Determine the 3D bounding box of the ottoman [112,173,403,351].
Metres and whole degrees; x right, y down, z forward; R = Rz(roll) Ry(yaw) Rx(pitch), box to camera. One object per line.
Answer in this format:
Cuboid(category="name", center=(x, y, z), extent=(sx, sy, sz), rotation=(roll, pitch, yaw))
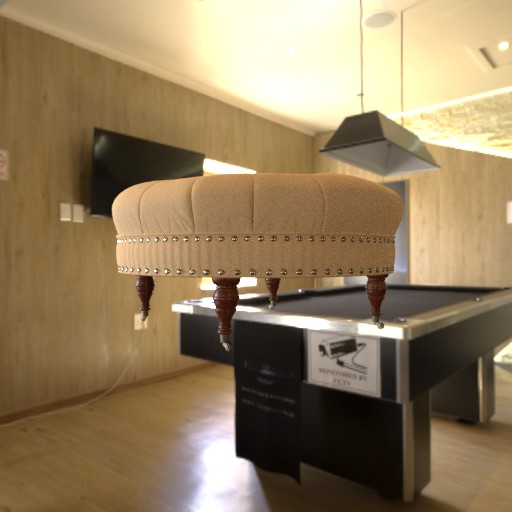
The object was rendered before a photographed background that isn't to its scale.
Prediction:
Cuboid(category="ottoman", center=(0.000, 0.000, 1.420), extent=(0.901, 0.439, 0.901), rotation=(0, 0, 0))
